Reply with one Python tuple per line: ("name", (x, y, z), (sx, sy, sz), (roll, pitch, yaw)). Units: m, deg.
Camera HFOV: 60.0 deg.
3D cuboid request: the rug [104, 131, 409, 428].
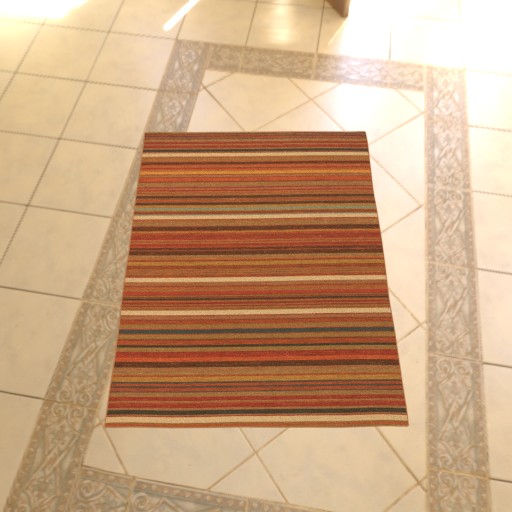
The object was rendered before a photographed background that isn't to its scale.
("rug", (0.000, 0.000, 4.254), (2.479, 0.023, 3.092), (0, 64, 0))
